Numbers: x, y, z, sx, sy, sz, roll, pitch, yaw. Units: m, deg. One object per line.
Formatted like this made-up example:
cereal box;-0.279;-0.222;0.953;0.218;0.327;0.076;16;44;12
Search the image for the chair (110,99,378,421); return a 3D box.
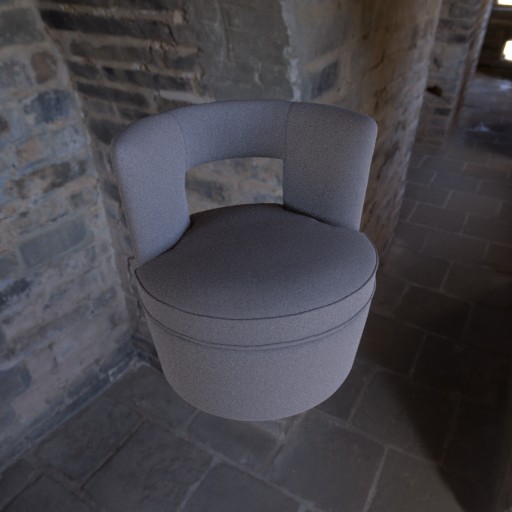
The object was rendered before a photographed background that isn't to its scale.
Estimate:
chair;0.000;0.000;1.269;0.689;0.719;0.660;-9;34;-14
